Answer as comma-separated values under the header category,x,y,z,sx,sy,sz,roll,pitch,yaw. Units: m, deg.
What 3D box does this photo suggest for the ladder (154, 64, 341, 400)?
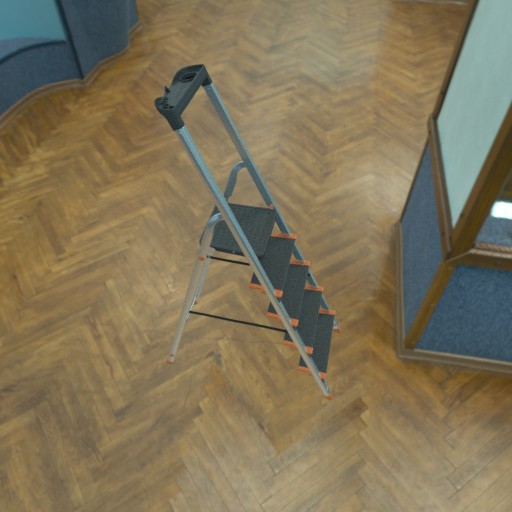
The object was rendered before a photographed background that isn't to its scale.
category,x,y,z,sx,sy,sz,roll,pitch,yaw
ladder,0.000,0.000,2.114,0.995,1.646,0.480,10,48,9
